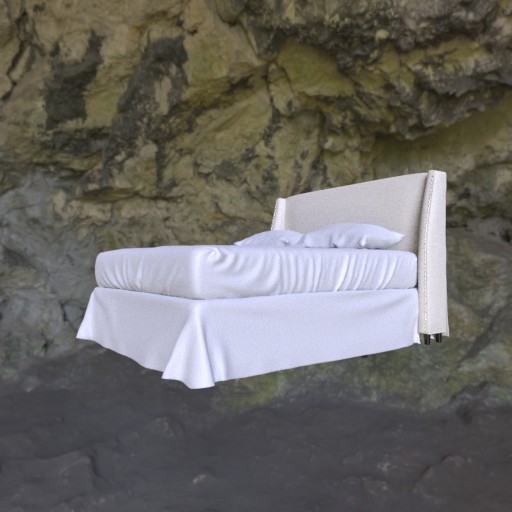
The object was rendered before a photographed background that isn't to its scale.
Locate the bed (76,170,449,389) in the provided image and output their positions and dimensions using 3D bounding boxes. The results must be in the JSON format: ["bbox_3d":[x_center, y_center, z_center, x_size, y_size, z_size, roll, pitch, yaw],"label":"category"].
[{"bbox_3d":[0.000,0.000,3.483,2.276,1.332,1.925,1,-1,-37],"label":"bed"}]
